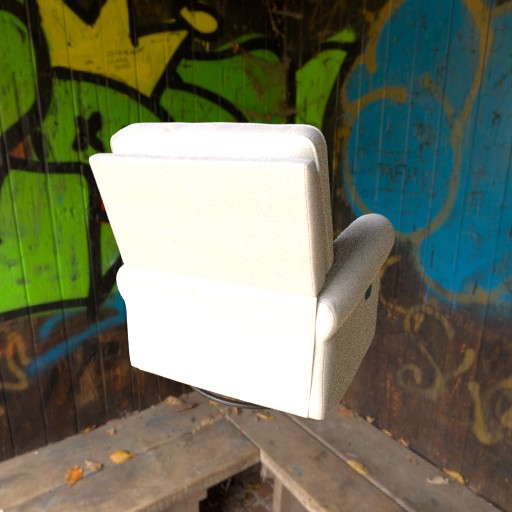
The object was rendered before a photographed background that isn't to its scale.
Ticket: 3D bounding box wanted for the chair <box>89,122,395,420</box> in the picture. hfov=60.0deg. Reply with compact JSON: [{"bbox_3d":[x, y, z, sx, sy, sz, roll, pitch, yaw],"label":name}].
[{"bbox_3d":[0.000,0.000,1.676,0.890,0.960,0.878,8,17,25],"label":"chair"}]
